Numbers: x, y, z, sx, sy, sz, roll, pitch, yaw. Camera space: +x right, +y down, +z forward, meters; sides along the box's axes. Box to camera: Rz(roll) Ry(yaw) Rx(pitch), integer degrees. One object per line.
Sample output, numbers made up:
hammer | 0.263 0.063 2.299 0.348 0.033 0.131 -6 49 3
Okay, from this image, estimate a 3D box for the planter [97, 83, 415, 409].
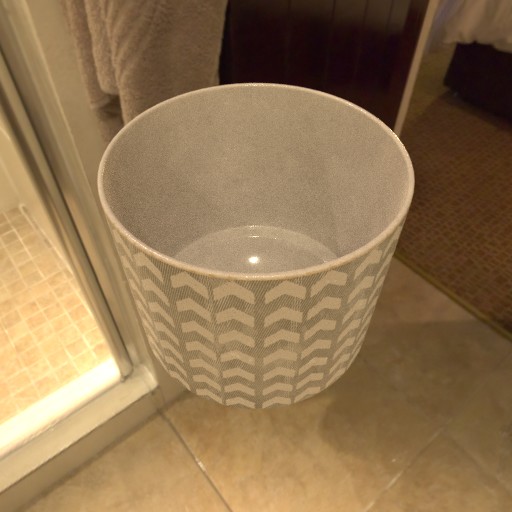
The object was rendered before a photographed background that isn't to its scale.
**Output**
planter | 0.000 0.000 0.447 0.250 0.239 0.250 0 48 0
